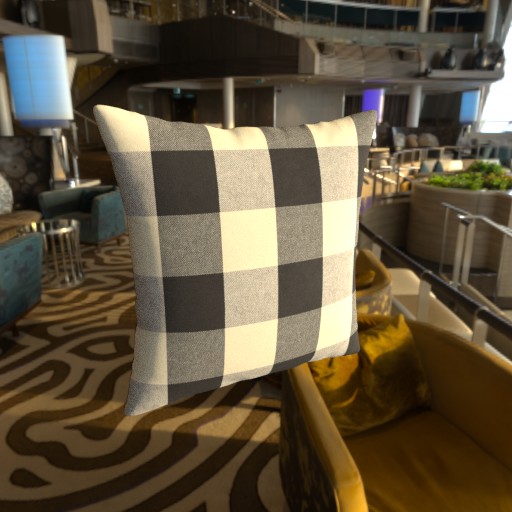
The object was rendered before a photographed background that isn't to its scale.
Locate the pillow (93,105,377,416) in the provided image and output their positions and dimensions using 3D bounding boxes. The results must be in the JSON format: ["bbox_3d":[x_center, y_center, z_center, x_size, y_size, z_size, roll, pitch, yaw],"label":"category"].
[{"bbox_3d":[0.000,0.000,0.801,0.511,0.509,0.161,-8,18,-26],"label":"pillow"}]
